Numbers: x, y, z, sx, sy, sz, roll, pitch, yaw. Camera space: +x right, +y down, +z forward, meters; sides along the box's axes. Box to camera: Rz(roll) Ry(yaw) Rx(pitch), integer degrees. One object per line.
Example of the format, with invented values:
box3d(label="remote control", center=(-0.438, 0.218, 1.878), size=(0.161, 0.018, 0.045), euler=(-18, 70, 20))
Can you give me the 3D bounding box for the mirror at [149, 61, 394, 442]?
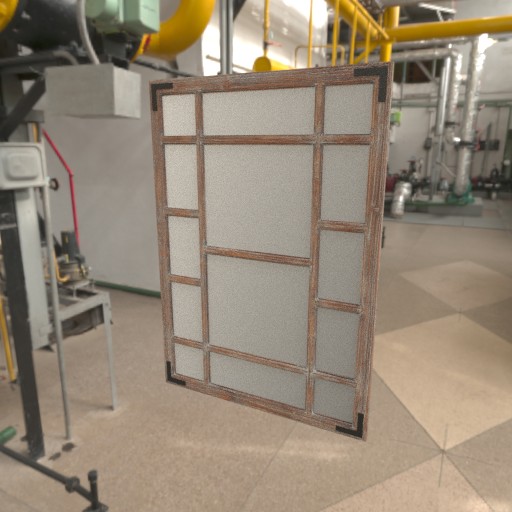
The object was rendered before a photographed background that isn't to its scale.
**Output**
box3d(label="mirror", center=(0.000, 0.000, 1.288), size=(0.705, 0.996, 0.025), euler=(7, 16, 26))
